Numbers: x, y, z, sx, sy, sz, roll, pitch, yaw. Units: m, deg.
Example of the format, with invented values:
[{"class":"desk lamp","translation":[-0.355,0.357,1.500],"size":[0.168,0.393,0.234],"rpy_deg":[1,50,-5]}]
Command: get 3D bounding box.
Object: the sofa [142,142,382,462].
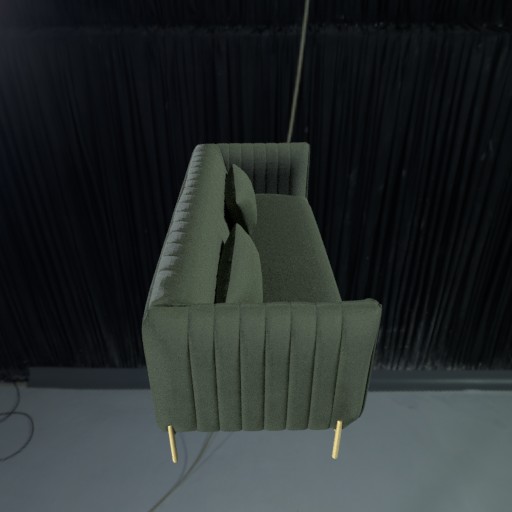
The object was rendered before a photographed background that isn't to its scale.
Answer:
[{"class":"sofa","translation":[0.000,0.000,2.612],"size":[0.896,0.793,2.137],"rpy_deg":[-1,30,-1]}]
